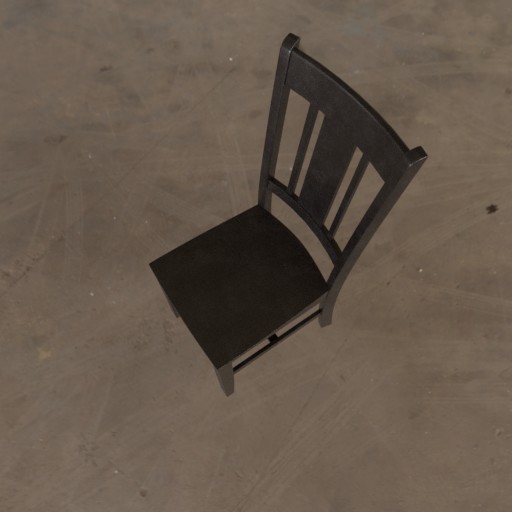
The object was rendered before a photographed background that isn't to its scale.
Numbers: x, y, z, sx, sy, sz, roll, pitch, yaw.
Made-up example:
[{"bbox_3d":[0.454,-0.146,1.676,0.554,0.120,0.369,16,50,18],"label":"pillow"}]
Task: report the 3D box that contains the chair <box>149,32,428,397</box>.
[{"bbox_3d":[0.000,0.000,1.323,0.555,0.998,0.450,-32,67,-15],"label":"chair"}]
